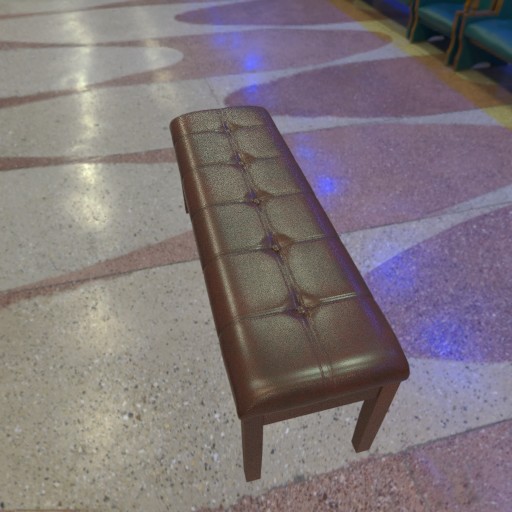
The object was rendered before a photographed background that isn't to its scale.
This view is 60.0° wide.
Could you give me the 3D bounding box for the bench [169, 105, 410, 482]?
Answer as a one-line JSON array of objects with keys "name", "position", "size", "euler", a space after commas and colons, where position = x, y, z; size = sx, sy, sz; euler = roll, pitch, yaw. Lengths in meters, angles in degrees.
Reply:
[{"name": "bench", "position": [0.000, 0.000, 1.500], "size": [0.401, 0.491, 1.259], "euler": [-10, 46, -10]}]
